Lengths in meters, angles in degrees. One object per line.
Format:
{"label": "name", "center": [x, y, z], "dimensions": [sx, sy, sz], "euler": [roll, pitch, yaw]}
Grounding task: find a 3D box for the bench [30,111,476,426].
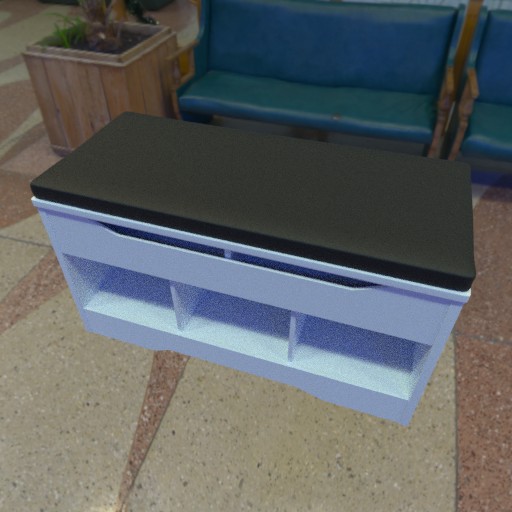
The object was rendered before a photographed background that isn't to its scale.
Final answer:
{"label": "bench", "center": [0.000, 0.000, 1.131], "dimensions": [0.899, 0.500, 0.401], "euler": [13, 43, 14]}
